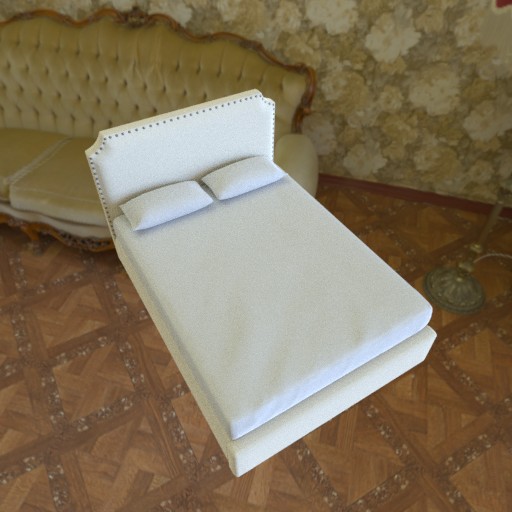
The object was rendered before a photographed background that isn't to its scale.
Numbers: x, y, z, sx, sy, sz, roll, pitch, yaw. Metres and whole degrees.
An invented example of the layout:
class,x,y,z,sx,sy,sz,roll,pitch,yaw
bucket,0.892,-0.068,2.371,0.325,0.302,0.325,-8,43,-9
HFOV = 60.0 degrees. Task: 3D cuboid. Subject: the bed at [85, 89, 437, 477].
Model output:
class,x,y,z,sx,sy,sz,roll,pitch,yaw
bed,0.000,0.000,3.434,1.703,1.415,2.329,-23,50,-21
